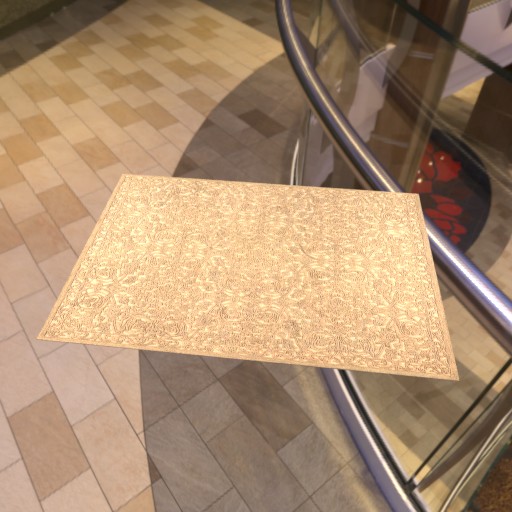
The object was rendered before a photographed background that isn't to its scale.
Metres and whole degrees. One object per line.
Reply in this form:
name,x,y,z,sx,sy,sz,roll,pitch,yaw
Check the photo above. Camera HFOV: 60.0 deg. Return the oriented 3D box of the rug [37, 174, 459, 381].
rug,0.000,0.000,2.316,1.827,0.006,1.221,5,47,4
